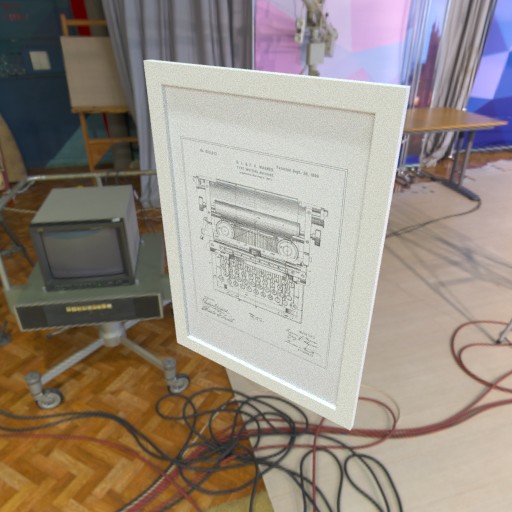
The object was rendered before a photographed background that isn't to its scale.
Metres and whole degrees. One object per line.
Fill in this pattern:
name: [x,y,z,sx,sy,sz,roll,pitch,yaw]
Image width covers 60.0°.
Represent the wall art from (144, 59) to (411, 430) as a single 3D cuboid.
wall art: [0.000,0.000,0.686,0.381,0.533,0.013,19,36,29]
